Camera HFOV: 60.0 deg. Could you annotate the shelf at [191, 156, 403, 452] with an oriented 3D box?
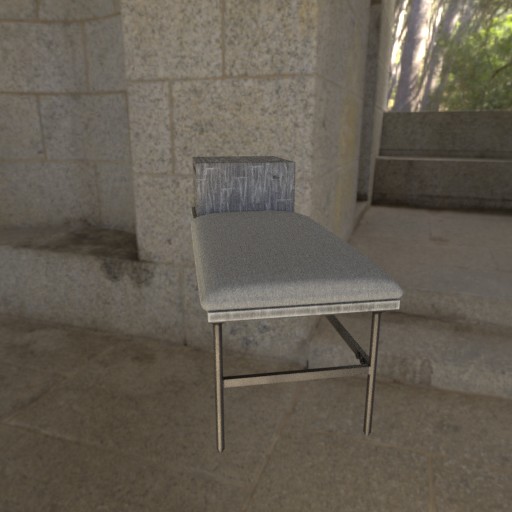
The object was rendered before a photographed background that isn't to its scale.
[{"bbox_3d":[0.000,0.000,1.612,0.457,0.633,1.342,-3,16,-9],"label":"shelf"}]
